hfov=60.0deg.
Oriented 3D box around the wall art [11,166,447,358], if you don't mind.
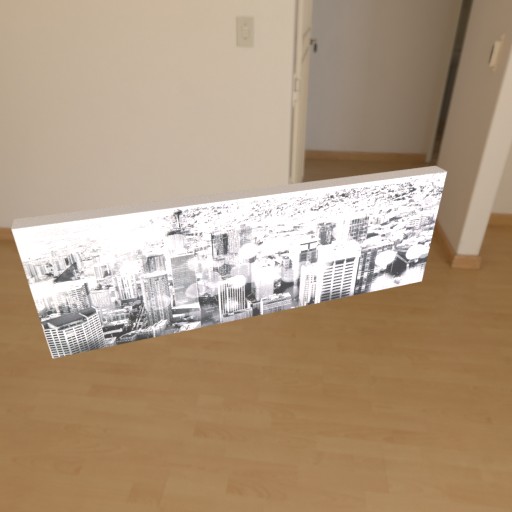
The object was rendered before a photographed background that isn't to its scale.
[{"bbox_3d":[0.000,0.000,0.829,0.763,0.255,0.038,-10,32,-16],"label":"wall art"}]
